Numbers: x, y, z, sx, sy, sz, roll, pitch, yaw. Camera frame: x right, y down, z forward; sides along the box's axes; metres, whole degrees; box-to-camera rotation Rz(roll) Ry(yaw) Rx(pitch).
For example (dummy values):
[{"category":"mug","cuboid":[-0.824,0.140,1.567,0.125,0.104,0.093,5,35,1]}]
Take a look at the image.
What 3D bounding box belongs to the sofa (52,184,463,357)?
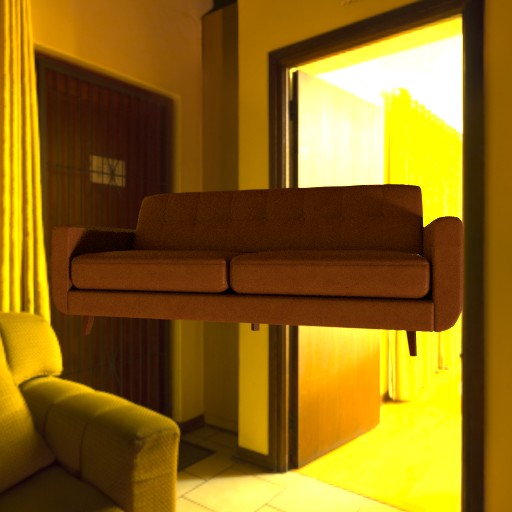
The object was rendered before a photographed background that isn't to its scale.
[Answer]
[{"category":"sofa","cuboid":[0.000,0.000,2.645,2.137,0.892,0.980,0,0,17]}]
